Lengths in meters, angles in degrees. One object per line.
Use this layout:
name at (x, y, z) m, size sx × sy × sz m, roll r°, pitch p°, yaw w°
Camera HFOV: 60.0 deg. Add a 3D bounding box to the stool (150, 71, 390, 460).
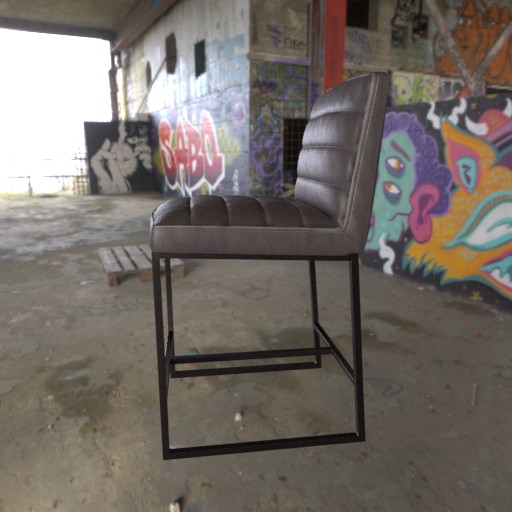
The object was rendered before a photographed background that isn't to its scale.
stool at (0.000, 0.000, 1.262) m, size 0.562 × 0.946 × 0.463 m, roll -2°, pitch 13°, yaw -8°
